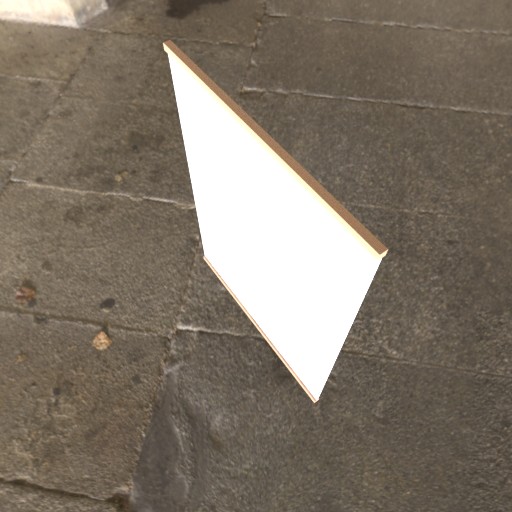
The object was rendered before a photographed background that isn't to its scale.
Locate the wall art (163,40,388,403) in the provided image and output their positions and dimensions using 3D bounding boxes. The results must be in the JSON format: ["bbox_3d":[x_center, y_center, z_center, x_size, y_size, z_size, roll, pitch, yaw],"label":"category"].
[{"bbox_3d":[0.000,0.000,0.818,0.012,0.608,0.459,-31,63,-18],"label":"wall art"}]
